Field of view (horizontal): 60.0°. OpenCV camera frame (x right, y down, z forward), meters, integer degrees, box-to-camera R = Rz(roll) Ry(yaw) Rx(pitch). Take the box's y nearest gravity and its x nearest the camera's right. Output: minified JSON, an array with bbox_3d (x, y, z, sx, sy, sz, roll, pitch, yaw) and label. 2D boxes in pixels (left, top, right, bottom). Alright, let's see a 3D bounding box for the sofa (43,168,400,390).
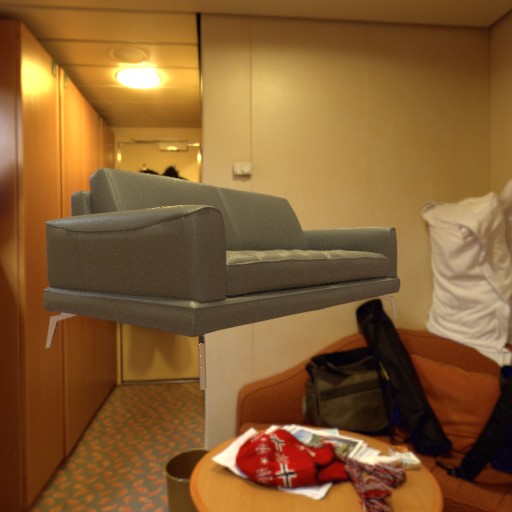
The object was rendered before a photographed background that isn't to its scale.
[{"bbox_3d":[0.000,0.000,2.742,1.121,0.930,2.177,1,1,37],"label":"sofa"}]
